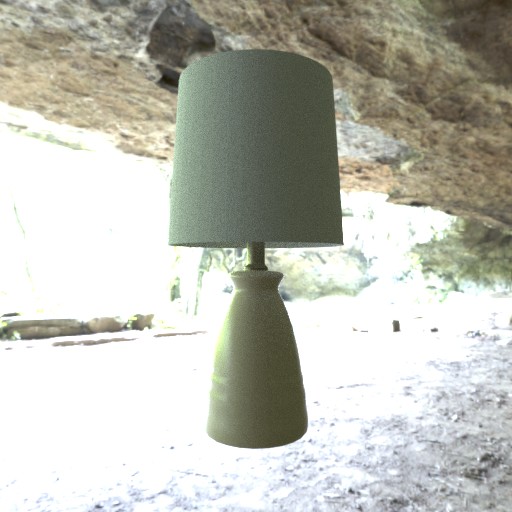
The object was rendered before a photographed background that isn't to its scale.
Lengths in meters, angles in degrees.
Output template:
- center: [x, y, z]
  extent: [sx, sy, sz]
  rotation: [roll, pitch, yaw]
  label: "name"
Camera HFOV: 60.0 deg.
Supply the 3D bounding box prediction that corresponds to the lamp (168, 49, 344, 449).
- center: [0.000, 0.000, 0.477]
  extent: [0.186, 0.369, 0.186]
  rotation: [0, -1, 0]
  label: "lamp"
